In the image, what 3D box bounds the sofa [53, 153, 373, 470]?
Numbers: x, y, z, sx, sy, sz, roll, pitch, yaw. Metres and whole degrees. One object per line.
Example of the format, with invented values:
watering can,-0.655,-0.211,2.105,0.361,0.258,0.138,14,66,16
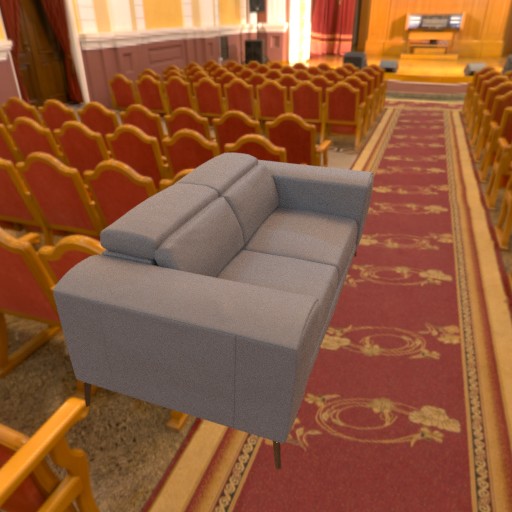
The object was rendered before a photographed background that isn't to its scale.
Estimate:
sofa,0.000,0.000,2.423,1.003,0.779,1.895,10,30,18
